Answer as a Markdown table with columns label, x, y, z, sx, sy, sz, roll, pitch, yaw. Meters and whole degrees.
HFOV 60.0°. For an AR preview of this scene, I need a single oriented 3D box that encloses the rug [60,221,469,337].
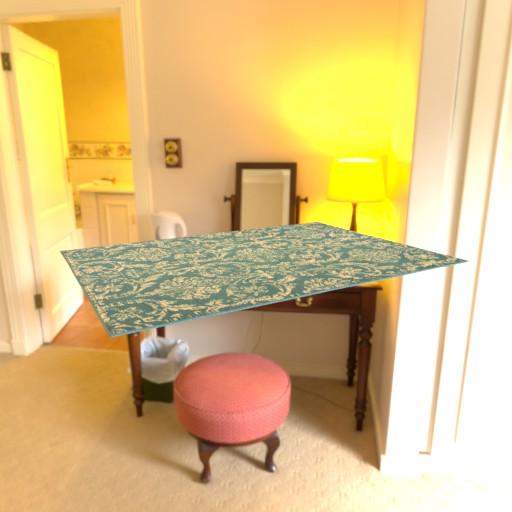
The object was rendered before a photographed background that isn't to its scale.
| label | x | y | z | sx | sy | sz | roll | pitch | yaw |
| --- | --- | --- | --- | --- | --- | --- | --- | --- | --- |
| rug | 0.000 | 0.000 | 2.912 | 2.205 | 0.012 | 1.554 | -8 | 17 | -29 |
